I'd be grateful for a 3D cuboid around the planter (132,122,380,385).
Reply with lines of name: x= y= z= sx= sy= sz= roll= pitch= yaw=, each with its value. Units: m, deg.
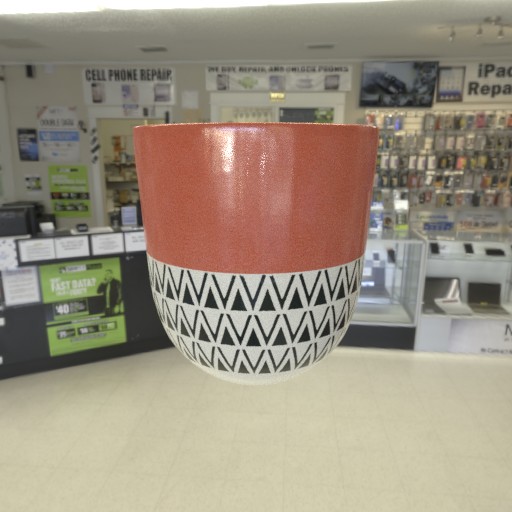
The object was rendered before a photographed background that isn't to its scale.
planter: x=0.000 y=0.000 z=0.387 sx=0.195 sy=0.214 sz=0.195 roll=0 pitch=14 yaw=0
